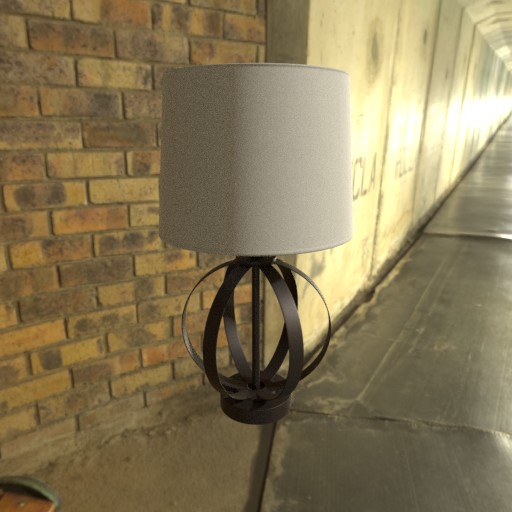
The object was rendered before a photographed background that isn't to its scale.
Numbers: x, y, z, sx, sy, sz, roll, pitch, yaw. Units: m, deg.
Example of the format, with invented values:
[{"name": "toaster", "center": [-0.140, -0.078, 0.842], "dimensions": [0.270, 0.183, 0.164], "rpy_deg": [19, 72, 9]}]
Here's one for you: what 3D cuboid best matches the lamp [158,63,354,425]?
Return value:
[{"name": "lamp", "center": [0.000, 0.000, 0.676], "dimensions": [0.286, 0.510, 0.286], "rpy_deg": [0, 16, 0]}]
